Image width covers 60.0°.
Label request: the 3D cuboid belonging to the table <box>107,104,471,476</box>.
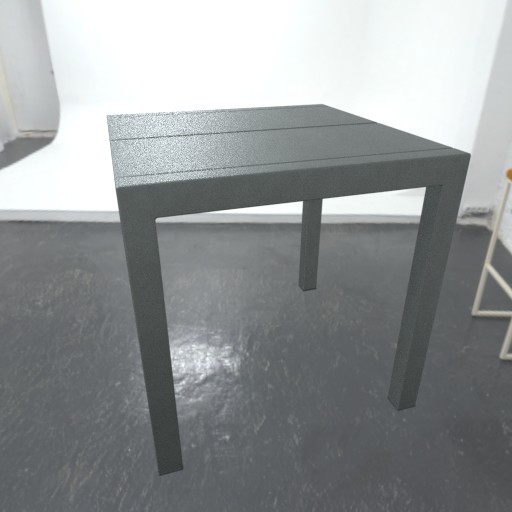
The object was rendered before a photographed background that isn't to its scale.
[{"bbox_3d":[0.000,0.000,0.915,0.508,0.508,0.508,-8,28,-16],"label":"table"}]
